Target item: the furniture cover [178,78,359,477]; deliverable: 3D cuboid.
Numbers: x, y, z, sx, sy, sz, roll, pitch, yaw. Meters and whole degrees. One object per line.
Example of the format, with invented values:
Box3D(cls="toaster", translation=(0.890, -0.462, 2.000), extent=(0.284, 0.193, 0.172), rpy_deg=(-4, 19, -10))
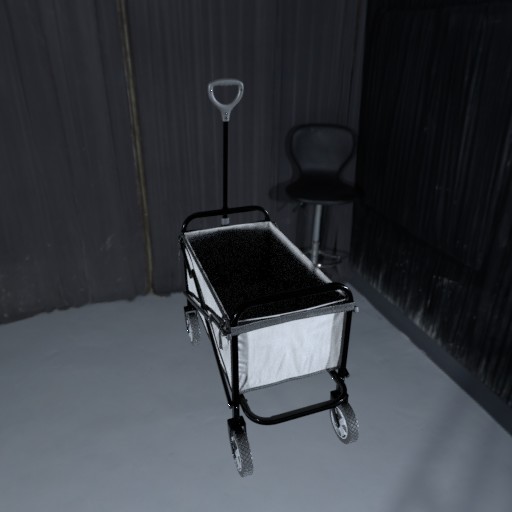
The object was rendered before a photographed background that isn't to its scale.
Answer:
Box3D(cls="furniture cover", translation=(0.000, 0.000, 1.810), extent=(0.532, 1.295, 1.038), rpy_deg=(-9, 28, -18))
